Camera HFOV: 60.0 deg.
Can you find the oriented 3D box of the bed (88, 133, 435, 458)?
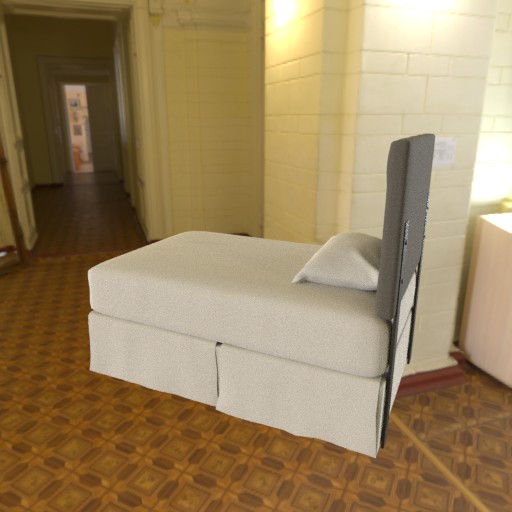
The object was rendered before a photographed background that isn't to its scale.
[{"bbox_3d":[0.000,0.000,2.945,1.997,1.571,1.261,8,19,25],"label":"bed"}]
